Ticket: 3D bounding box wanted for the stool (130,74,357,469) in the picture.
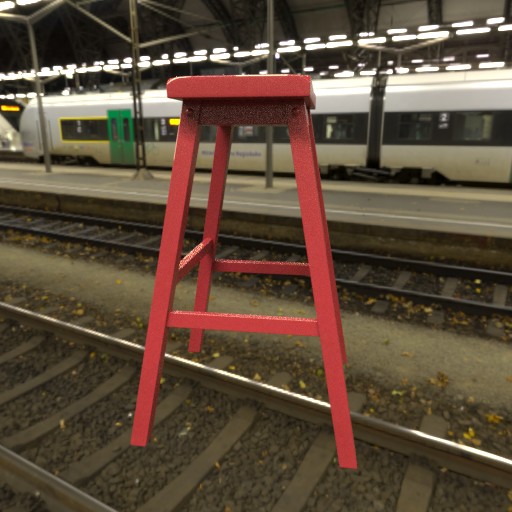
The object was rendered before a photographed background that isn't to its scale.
[{"bbox_3d":[0.000,0.000,1.034,0.476,0.737,0.457,2,16,8],"label":"stool"}]
